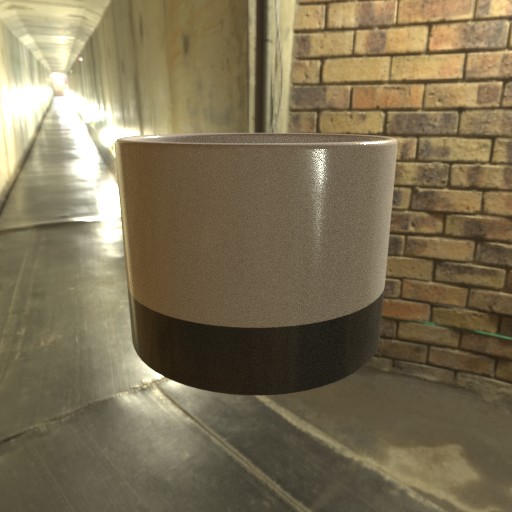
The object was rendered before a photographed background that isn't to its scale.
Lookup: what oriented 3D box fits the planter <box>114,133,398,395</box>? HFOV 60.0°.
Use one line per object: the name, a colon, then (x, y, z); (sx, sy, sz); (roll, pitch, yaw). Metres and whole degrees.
planter: (0.000, 0.000, 0.341); (0.193, 0.177, 0.193); (0, 17, 0)
